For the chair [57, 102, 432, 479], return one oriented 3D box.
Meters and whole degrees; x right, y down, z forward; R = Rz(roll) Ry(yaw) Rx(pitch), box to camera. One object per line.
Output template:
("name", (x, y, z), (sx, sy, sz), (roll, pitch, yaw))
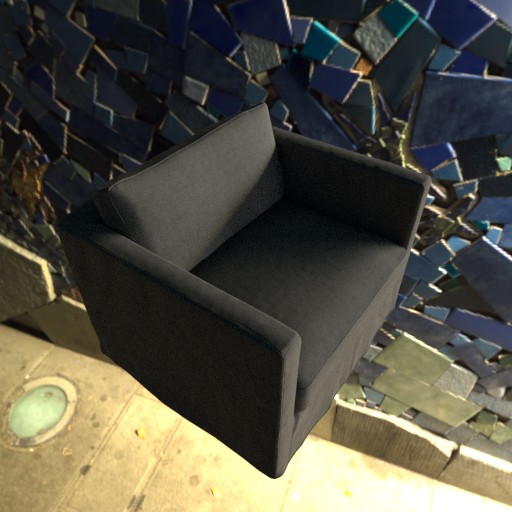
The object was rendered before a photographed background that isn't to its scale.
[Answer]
("chair", (0.000, 0.000, 1.743), (0.949, 0.863, 1.057), (26, 47, 26))
